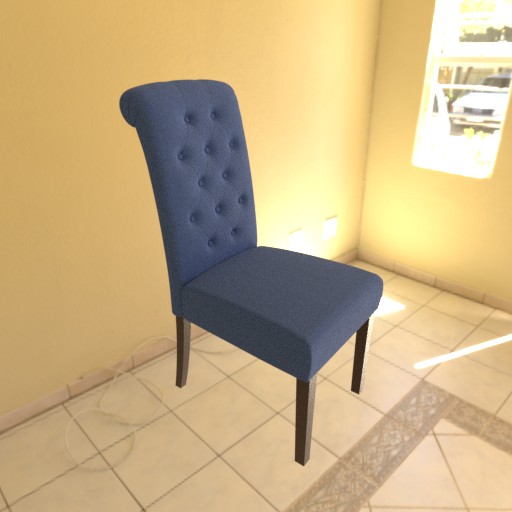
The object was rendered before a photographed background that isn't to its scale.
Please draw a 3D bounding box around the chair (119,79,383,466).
[{"bbox_3d":[0.000,0.000,1.382,0.671,1.006,0.456,17,30,33],"label":"chair"}]
